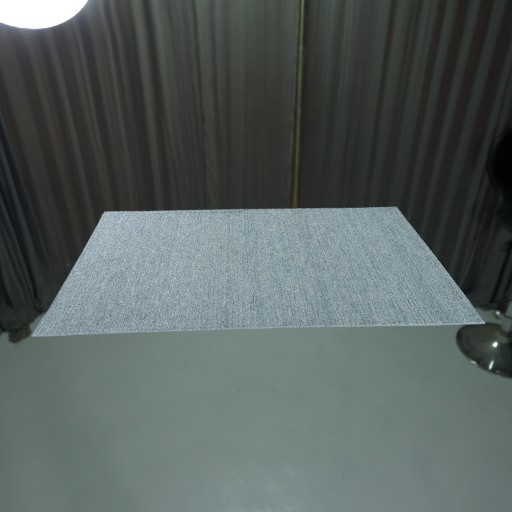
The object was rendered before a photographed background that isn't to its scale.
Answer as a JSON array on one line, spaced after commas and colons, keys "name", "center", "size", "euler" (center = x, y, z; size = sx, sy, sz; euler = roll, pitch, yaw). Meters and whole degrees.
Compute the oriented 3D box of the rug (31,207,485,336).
[{"name": "rug", "center": [0.000, 0.000, 2.294], "size": [1.853, 0.022, 1.174], "euler": [-1, 30, -2]}]
